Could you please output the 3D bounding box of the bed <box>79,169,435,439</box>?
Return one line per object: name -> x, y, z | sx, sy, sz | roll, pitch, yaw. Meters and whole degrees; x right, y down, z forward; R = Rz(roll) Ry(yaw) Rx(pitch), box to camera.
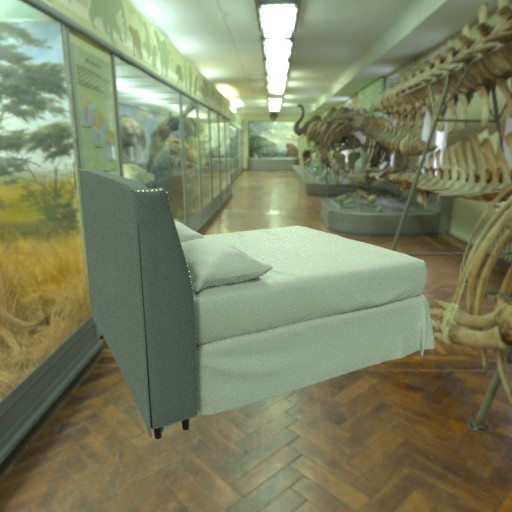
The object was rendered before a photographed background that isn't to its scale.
bed -> 0.000, 0.000, 3.458 | 2.276, 1.332, 1.925 | -8, 16, -27
